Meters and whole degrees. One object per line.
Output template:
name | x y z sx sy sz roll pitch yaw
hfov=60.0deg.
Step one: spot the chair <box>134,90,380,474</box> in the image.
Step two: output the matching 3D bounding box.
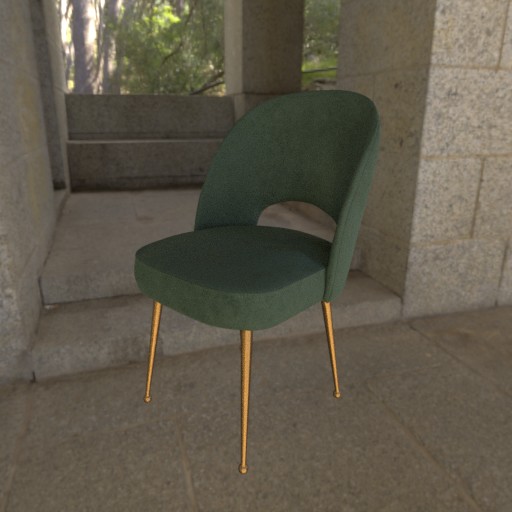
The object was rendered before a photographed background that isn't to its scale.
chair | 0.000 0.000 1.200 0.527 0.860 0.577 16 24 41
